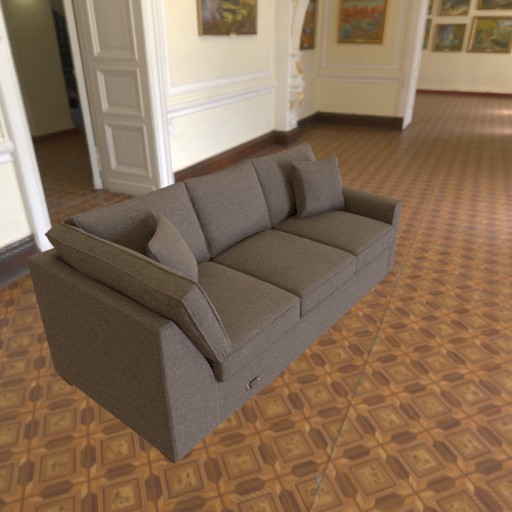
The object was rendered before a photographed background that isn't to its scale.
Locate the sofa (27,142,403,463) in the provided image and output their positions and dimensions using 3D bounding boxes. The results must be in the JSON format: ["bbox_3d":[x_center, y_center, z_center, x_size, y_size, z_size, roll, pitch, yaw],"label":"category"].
[{"bbox_3d":[0.000,0.000,2.796,1.061,0.962,2.317,20,33,34],"label":"sofa"}]
